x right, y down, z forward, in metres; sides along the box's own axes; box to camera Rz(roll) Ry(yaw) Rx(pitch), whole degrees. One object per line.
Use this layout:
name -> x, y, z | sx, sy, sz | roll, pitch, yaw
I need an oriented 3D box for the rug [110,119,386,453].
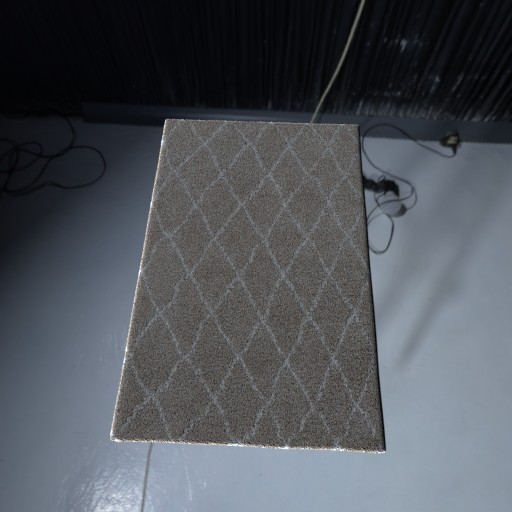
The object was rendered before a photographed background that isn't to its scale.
rug -> 0.000, 0.000, 3.456 | 1.778, 0.030, 2.743 | 2, 64, 1
